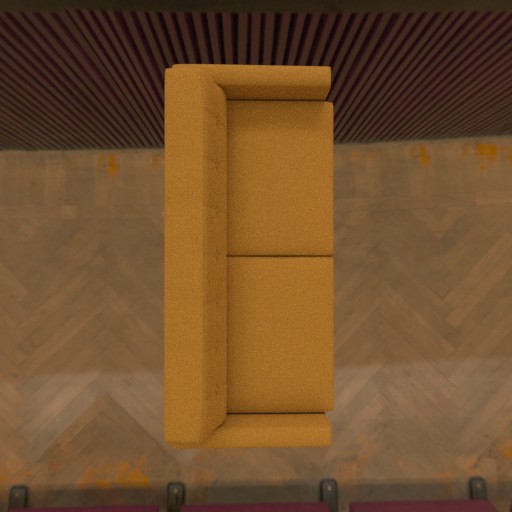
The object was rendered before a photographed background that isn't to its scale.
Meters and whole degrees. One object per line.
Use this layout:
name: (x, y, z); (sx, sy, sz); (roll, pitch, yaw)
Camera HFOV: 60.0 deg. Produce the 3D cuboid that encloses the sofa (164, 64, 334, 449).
sofa: (0.000, 0.000, 2.496); (0.909, 0.841, 2.029); (0, 89, -1)
